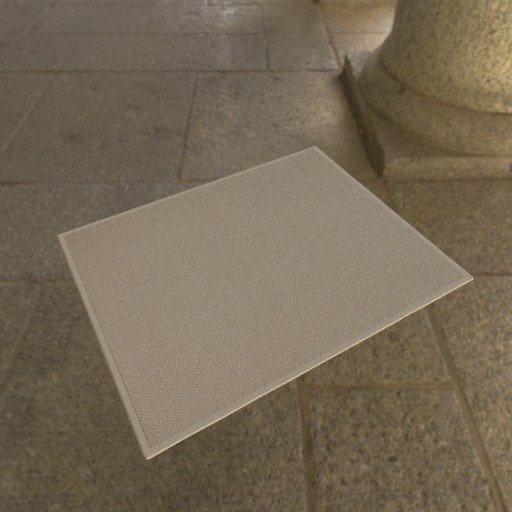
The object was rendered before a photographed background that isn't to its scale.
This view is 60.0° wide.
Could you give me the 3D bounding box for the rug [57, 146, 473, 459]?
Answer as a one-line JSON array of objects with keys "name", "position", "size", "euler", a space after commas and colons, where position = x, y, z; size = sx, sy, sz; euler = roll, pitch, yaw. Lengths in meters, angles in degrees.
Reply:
[{"name": "rug", "position": [0.000, 0.000, 4.088], "size": [3.051, 0.020, 2.407], "euler": [-23, 51, -20]}]
